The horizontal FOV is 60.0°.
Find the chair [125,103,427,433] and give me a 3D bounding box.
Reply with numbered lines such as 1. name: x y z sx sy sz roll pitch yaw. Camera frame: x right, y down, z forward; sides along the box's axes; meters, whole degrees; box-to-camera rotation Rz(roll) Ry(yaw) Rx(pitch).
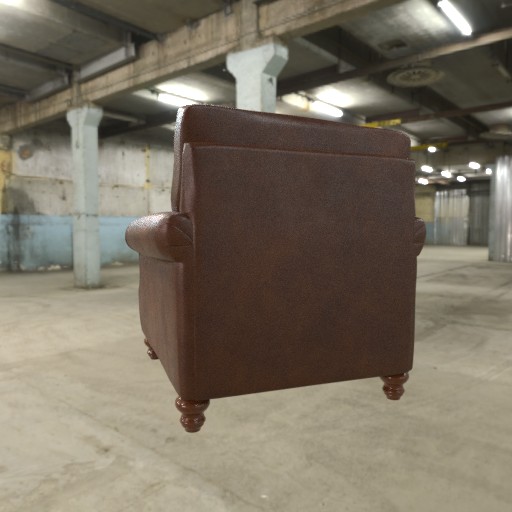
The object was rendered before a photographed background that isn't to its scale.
1. chair: 0.000 0.000 1.798 0.989 0.972 0.992 -1 3 -20
